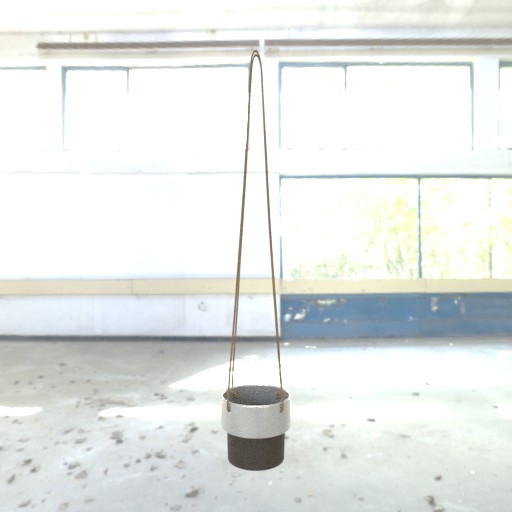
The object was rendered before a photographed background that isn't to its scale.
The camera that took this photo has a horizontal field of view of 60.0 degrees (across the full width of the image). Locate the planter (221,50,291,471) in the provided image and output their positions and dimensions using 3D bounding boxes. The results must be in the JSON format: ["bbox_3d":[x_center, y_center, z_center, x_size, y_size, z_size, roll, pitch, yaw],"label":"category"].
[{"bbox_3d":[0.000,0.000,1.177,0.187,1.073,0.187,0,1,2],"label":"planter"}]
